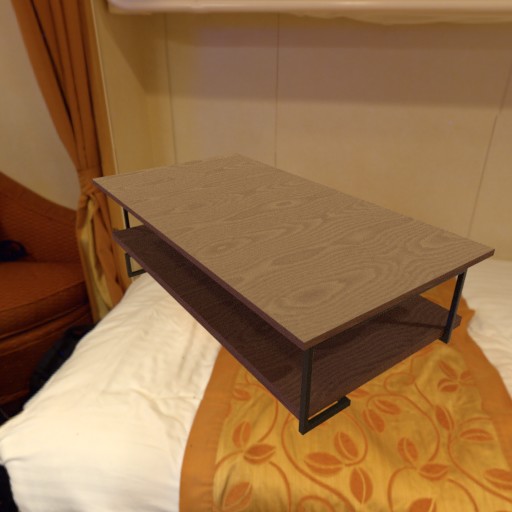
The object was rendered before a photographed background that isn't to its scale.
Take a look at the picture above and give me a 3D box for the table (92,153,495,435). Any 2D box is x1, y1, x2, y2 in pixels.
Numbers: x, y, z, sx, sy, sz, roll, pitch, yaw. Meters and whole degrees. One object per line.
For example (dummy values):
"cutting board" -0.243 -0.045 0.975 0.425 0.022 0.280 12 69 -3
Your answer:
"table" 0.000 0.000 1.478 0.651 0.347 1.197 -18 32 -31
